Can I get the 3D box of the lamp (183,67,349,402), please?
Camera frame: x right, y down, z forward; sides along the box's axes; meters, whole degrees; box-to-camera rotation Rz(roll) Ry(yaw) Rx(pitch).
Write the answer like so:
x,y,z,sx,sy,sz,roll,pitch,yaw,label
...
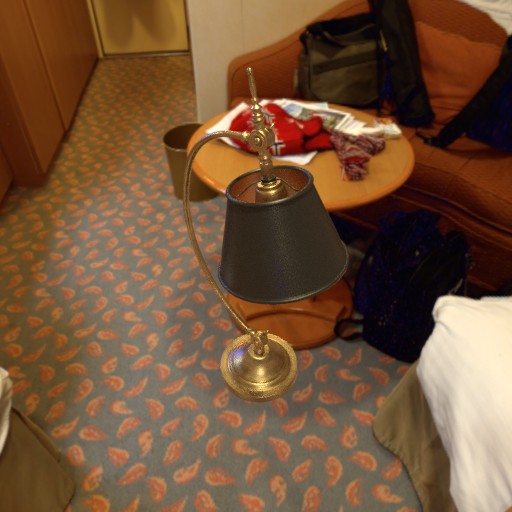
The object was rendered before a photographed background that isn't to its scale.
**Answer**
x,y,z,sx,sy,sz,roll,pitch,yaw,label
0.000,0.000,0.826,0.344,0.675,0.235,26,47,26,lamp
